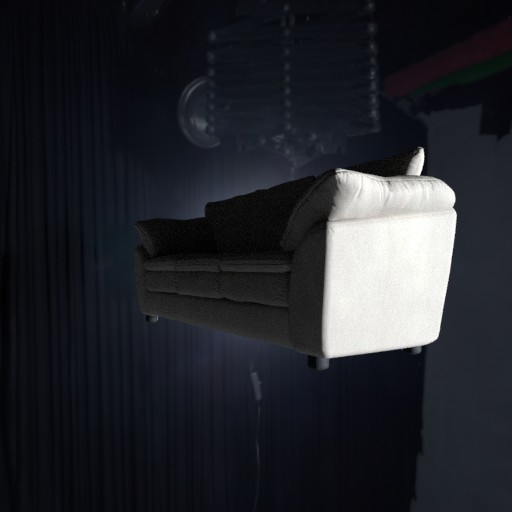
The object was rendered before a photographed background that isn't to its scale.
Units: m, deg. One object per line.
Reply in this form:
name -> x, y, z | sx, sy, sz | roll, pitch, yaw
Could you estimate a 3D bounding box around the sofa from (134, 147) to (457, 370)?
sofa -> 0.000, 0.000, 2.828 | 0.878, 0.996, 2.334 | 1, -2, -34
